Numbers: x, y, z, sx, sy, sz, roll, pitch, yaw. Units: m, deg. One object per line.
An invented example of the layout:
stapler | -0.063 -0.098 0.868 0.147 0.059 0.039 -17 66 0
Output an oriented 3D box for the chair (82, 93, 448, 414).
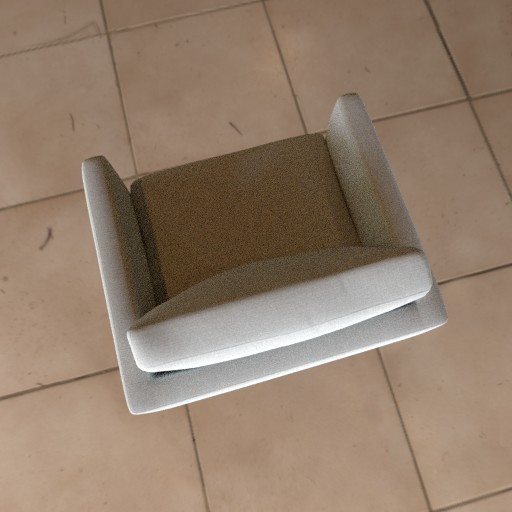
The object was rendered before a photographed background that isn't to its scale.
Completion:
chair | 0.000 0.000 1.794 1.107 0.961 0.953 -15 75 -4
